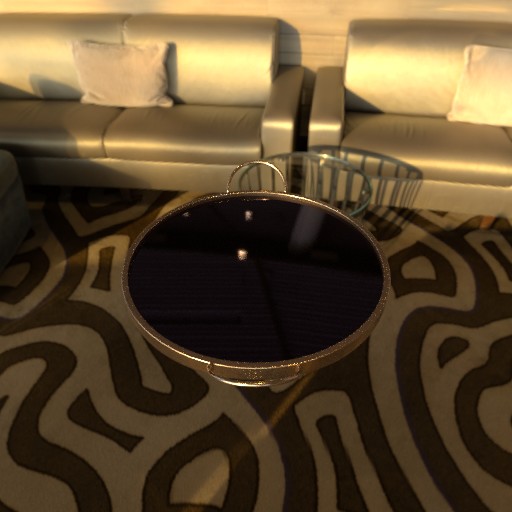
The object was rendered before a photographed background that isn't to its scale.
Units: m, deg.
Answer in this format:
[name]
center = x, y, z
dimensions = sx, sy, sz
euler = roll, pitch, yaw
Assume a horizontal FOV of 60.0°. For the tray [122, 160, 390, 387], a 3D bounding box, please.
[tray]
center = 0.000, 0.000, 0.737
dimensions = 0.438, 0.069, 0.543
euler = 0, 40, 0
